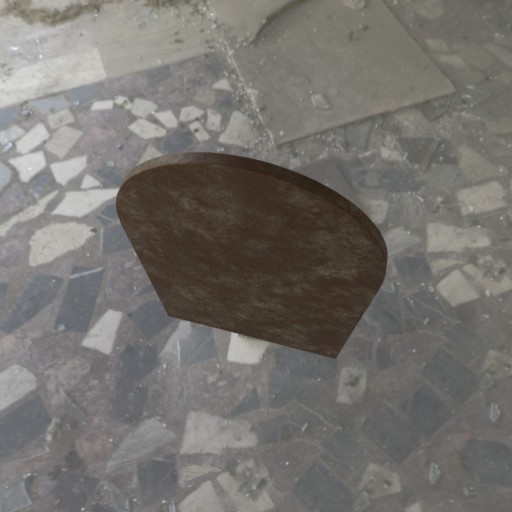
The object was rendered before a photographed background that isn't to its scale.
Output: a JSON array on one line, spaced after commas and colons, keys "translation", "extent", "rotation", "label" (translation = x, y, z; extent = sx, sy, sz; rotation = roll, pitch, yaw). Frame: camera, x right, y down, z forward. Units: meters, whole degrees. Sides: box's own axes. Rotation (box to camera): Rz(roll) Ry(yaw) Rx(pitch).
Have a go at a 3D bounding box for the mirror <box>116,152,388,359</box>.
[{"translation": [0.000, 0.000, 0.983], "extent": [0.510, 0.770, 0.137], "rotation": [13, 63, 7], "label": "mirror"}]
